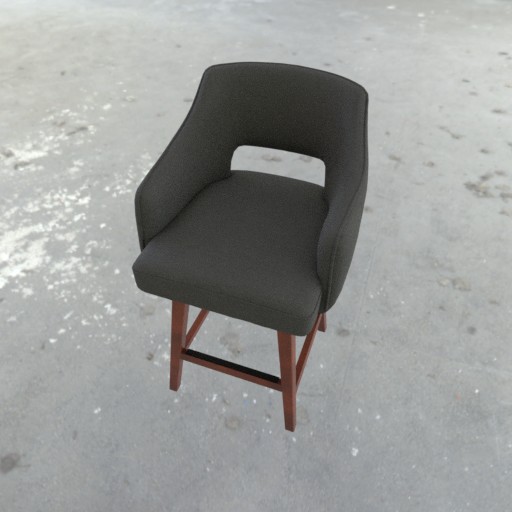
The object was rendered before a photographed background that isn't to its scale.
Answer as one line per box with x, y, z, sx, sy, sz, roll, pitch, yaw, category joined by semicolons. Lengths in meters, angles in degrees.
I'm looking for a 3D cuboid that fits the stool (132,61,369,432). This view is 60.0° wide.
0.000;0.000;1.287;0.548;0.912;0.558;14;44;15;stool
